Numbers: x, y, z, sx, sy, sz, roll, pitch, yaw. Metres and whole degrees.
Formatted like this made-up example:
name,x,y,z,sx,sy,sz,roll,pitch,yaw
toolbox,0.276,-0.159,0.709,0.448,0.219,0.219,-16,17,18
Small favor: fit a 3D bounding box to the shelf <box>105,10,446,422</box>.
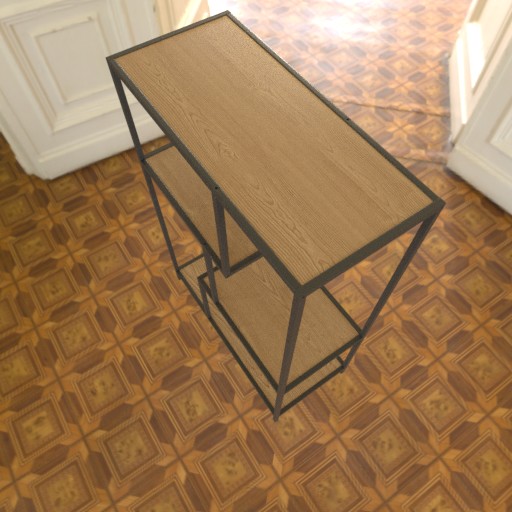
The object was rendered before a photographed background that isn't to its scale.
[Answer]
name,x,y,z,sx,sy,sz,roll,pitch,yaw
shelf,0.000,0.000,1.444,0.350,1.138,0.770,-31,64,-17
